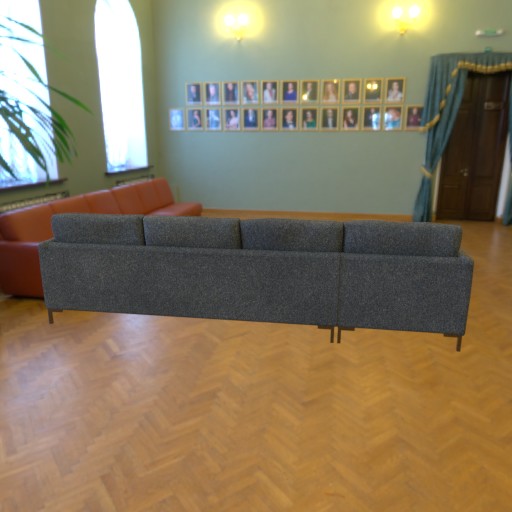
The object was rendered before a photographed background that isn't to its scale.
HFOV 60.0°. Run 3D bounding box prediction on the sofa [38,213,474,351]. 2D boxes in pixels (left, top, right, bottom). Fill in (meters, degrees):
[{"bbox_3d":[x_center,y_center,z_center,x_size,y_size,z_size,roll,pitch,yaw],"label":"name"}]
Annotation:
[{"bbox_3d":[0.000,0.000,3.553,2.932,0.810,1.350,2,15,9],"label":"sofa"}]
